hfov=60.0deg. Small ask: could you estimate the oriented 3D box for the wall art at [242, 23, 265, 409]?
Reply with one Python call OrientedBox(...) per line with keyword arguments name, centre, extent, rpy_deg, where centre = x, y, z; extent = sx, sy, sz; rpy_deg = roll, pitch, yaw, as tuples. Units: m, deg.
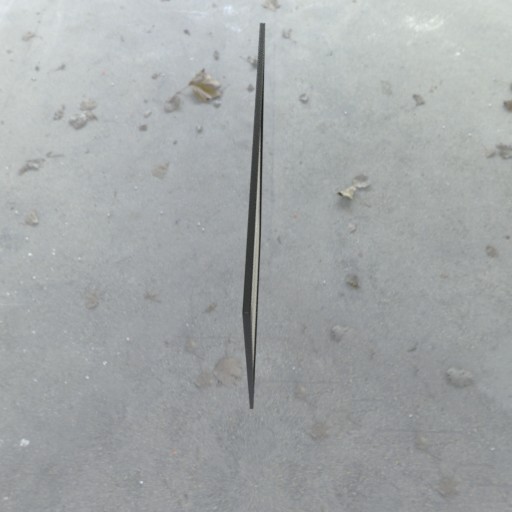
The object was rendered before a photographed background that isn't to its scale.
OrientedBox(name="wall art", centre=(0.000, 0.000, 1.286), extent=(0.013, 0.967, 0.707), rpy_deg=(2, 63, 1))
